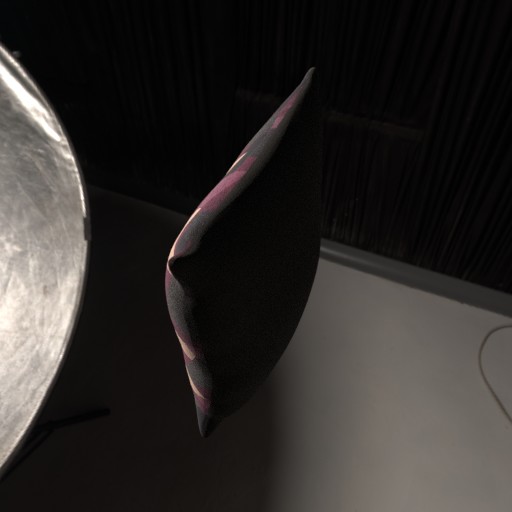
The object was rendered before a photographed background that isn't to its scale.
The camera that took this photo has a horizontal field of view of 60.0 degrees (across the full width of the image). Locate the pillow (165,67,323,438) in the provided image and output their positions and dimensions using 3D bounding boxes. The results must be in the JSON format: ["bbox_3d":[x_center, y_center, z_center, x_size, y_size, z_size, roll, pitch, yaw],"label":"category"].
[{"bbox_3d":[0.000,0.000,0.796,0.208,0.496,0.503,18,50,16],"label":"pillow"}]
